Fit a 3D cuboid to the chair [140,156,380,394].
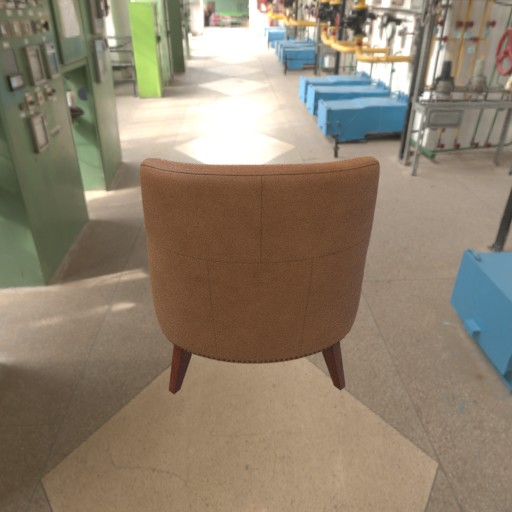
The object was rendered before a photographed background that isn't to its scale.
[{"bbox_3d":[0.000,0.000,1.521,0.701,0.909,0.861,-1,30,-2],"label":"chair"}]
